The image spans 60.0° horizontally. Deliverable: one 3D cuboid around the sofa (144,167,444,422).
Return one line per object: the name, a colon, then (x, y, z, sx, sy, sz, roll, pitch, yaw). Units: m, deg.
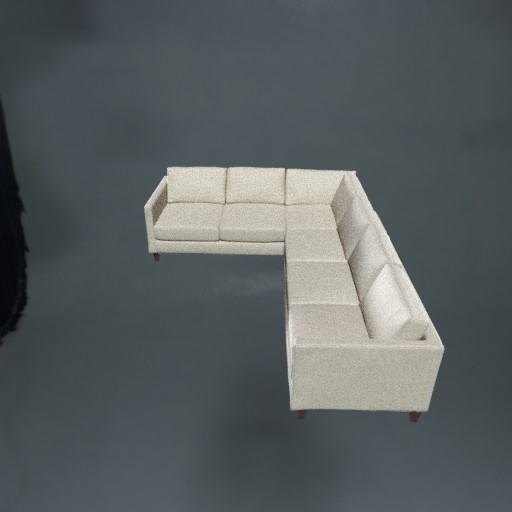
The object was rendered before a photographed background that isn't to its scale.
sofa: (0.000, 0.000, 4.242, 2.432, 0.863, 3.182, 1, 29, 2)
